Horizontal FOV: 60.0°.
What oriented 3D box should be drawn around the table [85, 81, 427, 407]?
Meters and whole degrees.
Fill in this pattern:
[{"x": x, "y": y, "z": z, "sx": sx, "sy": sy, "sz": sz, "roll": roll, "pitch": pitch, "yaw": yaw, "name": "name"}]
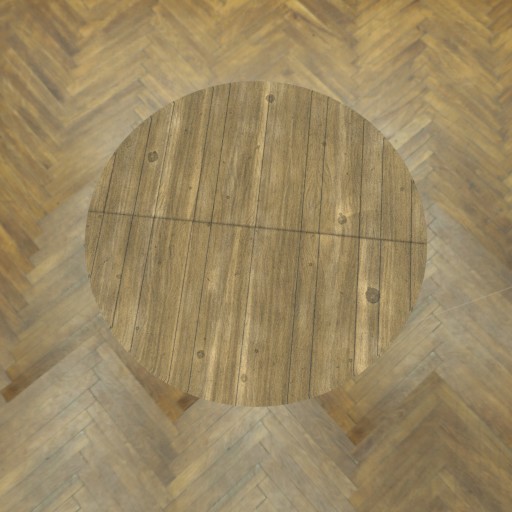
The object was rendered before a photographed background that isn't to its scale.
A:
[{"x": 0.000, "y": 0.000, "z": 1.945, "sx": 1.213, "sy": 0.764, "sz": 1.213, "roll": 0, "pitch": 74, "yaw": 0, "name": "table"}]
